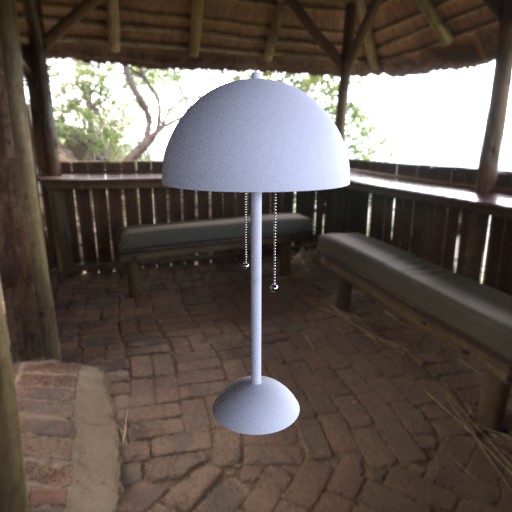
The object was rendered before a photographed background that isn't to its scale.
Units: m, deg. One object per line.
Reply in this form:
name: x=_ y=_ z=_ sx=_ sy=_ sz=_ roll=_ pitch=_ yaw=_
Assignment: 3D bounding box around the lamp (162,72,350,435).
lamp: x=0.000 y=0.000 z=0.428 sx=0.171 sy=0.330 sz=0.171 roll=0 pitch=14 yaw=0
